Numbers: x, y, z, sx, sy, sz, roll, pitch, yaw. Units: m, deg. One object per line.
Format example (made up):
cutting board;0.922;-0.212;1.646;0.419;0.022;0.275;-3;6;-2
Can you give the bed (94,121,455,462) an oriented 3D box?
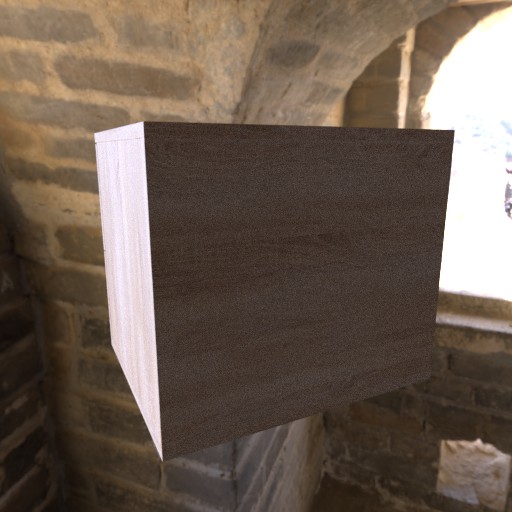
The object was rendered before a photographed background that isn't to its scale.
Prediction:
bed;0.000;0.000;0.778;0.460;0.420;0.401;-7;15;-26
